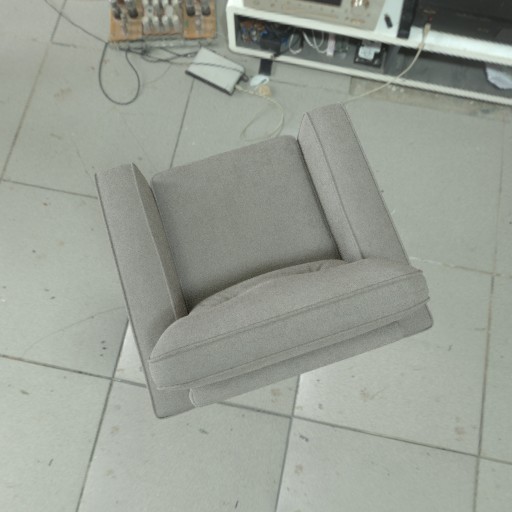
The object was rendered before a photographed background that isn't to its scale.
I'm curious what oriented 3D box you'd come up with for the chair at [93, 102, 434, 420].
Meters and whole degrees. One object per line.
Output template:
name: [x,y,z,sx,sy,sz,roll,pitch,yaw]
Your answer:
chair: [0.000,0.000,1.741,1.015,0.965,0.939,-17,77,-4]
